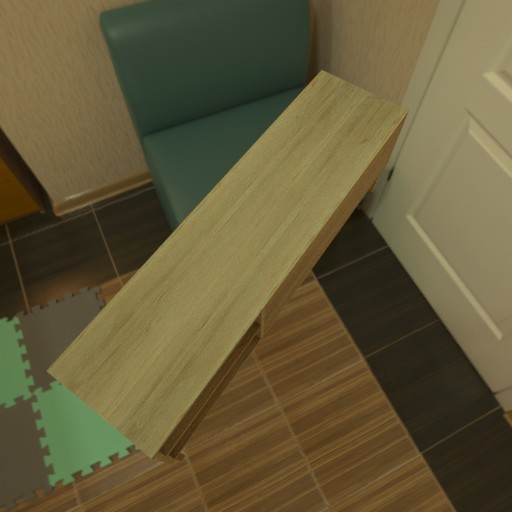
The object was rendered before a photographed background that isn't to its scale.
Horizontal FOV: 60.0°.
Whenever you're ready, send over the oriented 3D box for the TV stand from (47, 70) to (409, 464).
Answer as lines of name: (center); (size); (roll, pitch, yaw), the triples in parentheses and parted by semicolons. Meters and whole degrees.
TV stand: (0.000, 0.000, 1.826); (0.420, 0.550, 1.600); (32, 67, 15)
